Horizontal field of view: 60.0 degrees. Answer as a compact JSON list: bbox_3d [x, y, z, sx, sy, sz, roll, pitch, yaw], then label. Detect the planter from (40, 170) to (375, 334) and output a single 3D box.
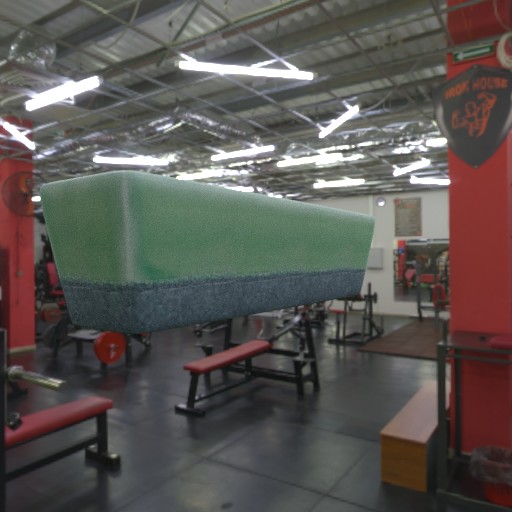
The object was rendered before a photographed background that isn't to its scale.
[{"bbox_3d":[0.000,0.000,0.308,0.072,0.072,0.275,0,0,36],"label":"planter"}]
